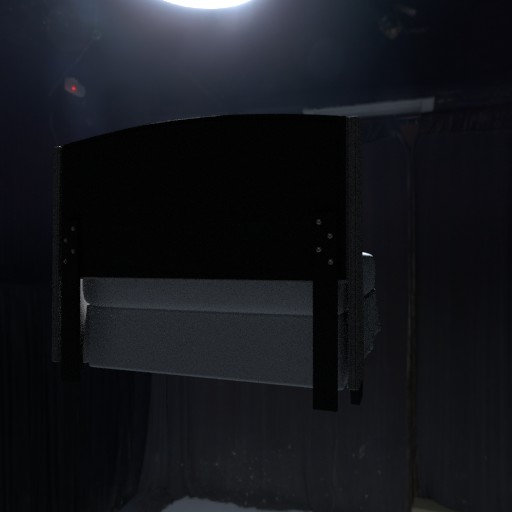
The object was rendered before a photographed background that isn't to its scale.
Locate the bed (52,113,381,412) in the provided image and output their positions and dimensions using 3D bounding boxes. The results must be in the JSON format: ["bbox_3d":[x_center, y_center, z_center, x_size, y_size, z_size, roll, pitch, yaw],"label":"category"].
[{"bbox_3d":[0.000,0.000,3.283,1.710,1.407,2.237,0,0,19],"label":"bed"}]
